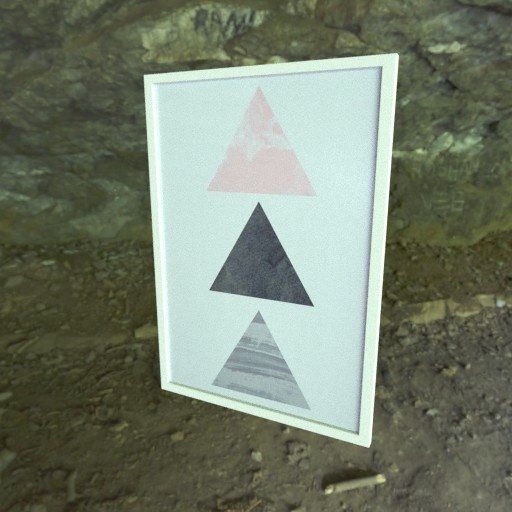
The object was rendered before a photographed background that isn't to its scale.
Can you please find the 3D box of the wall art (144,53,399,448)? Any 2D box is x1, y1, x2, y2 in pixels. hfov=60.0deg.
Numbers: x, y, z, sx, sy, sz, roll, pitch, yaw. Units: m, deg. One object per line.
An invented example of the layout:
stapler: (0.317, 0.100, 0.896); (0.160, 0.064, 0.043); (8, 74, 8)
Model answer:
wall art: (0.000, 0.000, 0.543); (0.303, 0.433, 0.013); (7, 15, 25)
